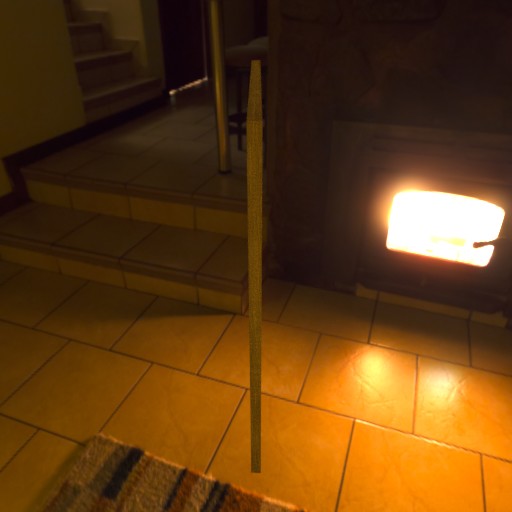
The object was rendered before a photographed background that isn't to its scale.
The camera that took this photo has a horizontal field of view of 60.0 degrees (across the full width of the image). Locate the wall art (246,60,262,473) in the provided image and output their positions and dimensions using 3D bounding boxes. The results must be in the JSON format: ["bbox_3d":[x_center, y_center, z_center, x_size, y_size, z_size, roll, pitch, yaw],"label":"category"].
[{"bbox_3d":[0.000,0.000,1.376,0.035,1.022,0.781,0,31,0],"label":"wall art"}]
